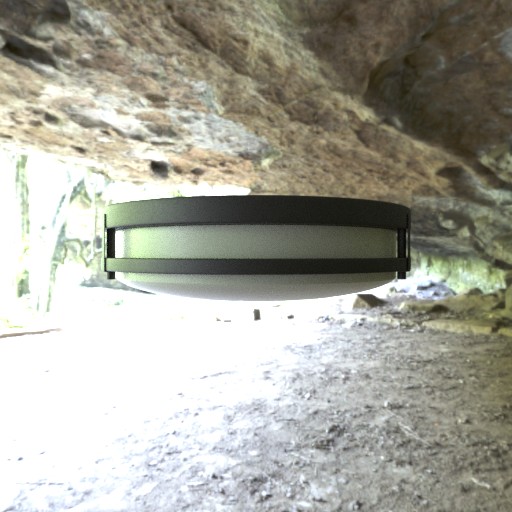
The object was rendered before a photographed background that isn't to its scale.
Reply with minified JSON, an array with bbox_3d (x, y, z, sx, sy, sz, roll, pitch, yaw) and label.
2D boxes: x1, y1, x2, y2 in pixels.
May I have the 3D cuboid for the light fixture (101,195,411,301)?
[{"bbox_3d":[0.000,0.000,0.538,0.356,0.102,0.356,0,0,0],"label":"light fixture"}]
